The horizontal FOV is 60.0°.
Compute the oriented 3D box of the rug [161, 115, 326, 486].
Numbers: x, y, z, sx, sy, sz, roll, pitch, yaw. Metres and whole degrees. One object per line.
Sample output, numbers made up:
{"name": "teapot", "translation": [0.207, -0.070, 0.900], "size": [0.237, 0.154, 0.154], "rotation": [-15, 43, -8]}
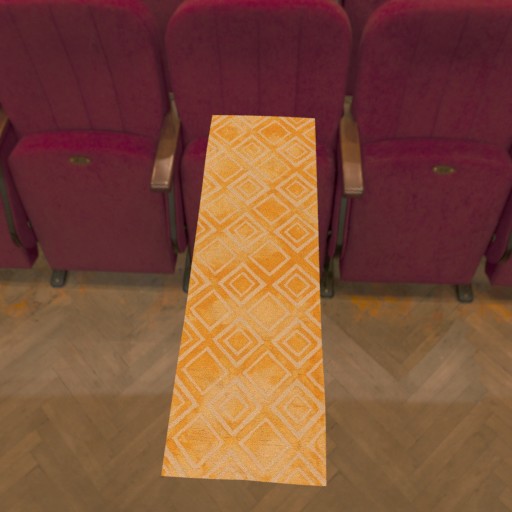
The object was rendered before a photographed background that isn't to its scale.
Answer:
{"name": "rug", "translation": [0.000, 0.000, 2.675], "size": [0.775, 0.010, 2.438], "rotation": [2, 59, 1]}
